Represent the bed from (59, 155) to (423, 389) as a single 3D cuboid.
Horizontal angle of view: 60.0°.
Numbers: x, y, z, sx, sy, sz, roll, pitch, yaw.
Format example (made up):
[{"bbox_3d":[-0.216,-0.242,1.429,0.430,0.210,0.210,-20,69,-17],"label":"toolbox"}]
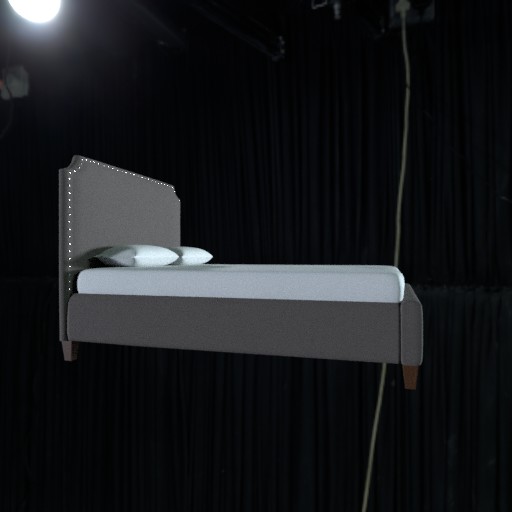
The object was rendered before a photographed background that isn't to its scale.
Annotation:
[{"bbox_3d":[0.000,0.000,3.501,2.372,1.443,1.713,0,0,17],"label":"bed"}]
